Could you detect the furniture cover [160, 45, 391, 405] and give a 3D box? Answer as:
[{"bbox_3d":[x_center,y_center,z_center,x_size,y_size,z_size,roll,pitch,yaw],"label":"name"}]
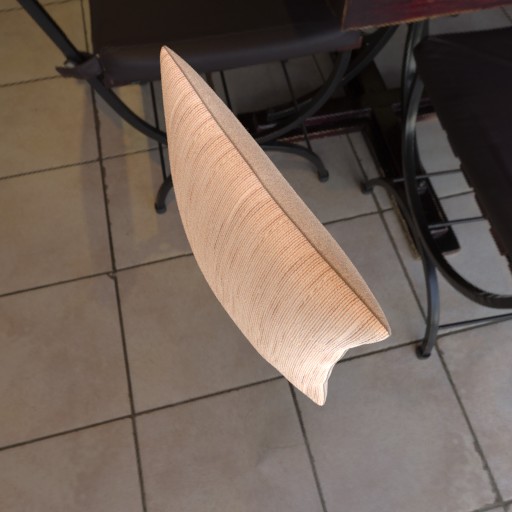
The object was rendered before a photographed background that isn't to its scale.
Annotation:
[{"bbox_3d":[0.000,0.000,0.769,0.178,0.506,0.512,-30,68,-13],"label":"furniture cover"}]
